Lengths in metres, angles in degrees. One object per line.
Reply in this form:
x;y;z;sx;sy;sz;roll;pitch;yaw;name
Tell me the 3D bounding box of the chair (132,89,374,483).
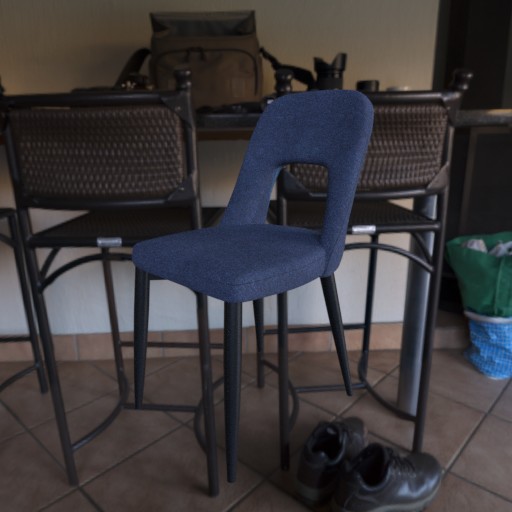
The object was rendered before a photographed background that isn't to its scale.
0.000;0.000;1.279;0.470;0.931;0.612;15;21;43;chair
